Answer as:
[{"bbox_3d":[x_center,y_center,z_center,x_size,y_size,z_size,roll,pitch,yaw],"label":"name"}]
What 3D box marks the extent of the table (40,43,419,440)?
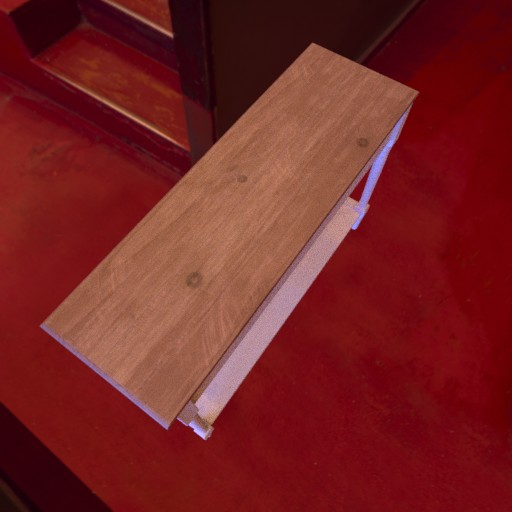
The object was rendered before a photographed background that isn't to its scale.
[{"bbox_3d":[0.000,0.000,1.573,0.399,0.800,1.219,32,68,15],"label":"table"}]
